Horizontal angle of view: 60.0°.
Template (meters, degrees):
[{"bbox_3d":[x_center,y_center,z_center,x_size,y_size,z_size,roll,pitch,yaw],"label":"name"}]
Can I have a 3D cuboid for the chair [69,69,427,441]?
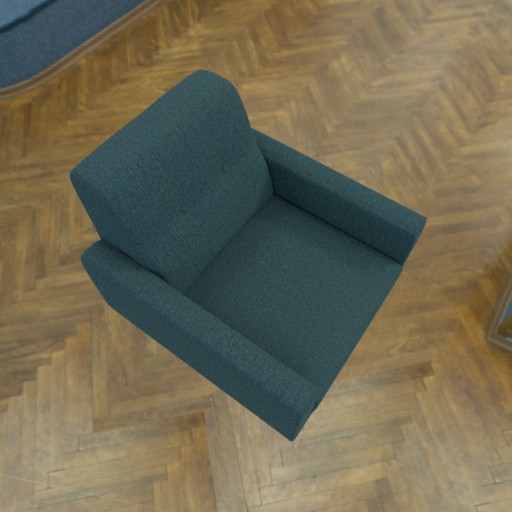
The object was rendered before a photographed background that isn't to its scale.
[{"bbox_3d":[0.000,0.000,1.693,0.964,0.940,0.880,31,63,18],"label":"chair"}]
